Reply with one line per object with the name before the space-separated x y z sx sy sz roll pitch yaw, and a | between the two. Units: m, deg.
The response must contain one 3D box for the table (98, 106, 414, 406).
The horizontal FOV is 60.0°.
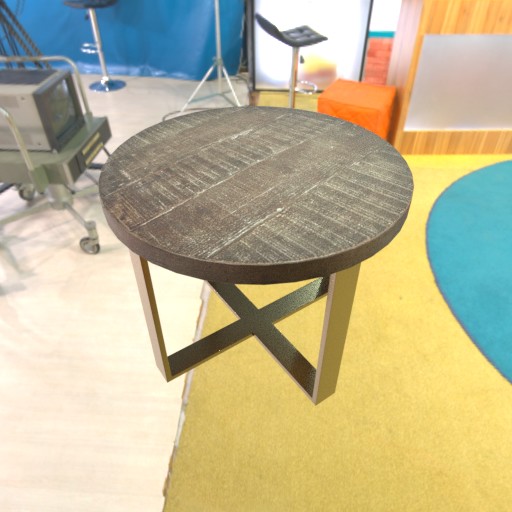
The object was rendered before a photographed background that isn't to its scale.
table | 0.000 0.000 0.951 0.557 0.437 0.557 0 40 0
